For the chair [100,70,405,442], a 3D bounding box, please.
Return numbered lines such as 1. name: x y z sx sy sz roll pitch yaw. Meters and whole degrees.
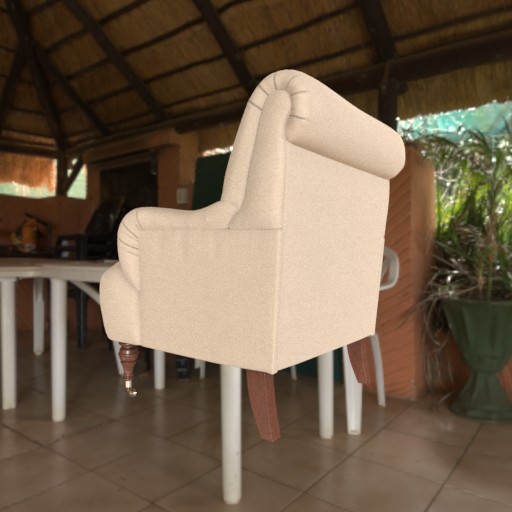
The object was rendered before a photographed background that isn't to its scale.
1. chair: 0.000 0.000 1.560 0.842 0.942 0.766 0 0 36
